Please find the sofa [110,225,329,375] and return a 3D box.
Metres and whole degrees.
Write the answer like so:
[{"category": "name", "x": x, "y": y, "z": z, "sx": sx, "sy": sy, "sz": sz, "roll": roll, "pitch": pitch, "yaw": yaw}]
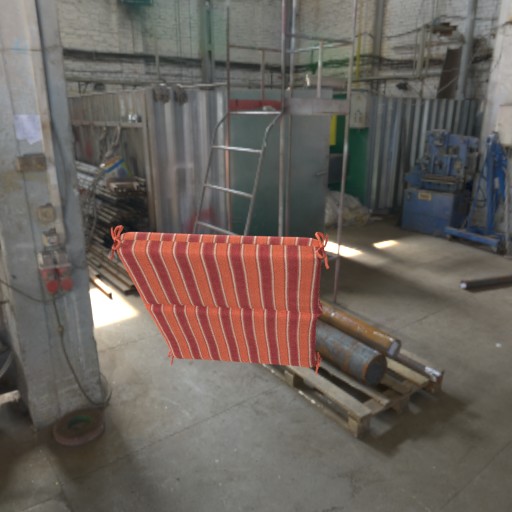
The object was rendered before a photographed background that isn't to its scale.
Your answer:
[{"category": "sofa", "x": 0.000, "y": 0.000, "z": 1.925, "sx": 0.582, "sy": 0.622, "sz": 1.663, "roll": 2, "pitch": 18, "yaw": 7}]
